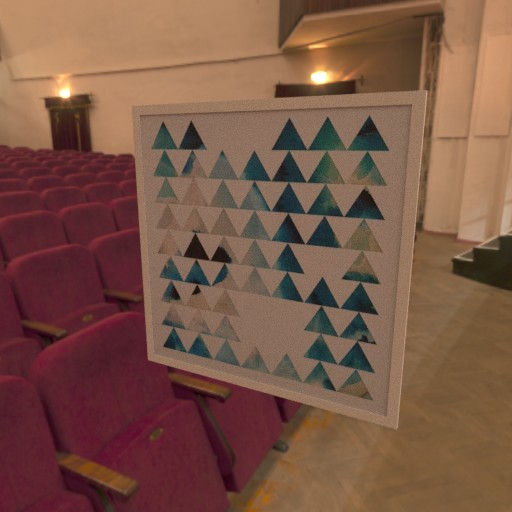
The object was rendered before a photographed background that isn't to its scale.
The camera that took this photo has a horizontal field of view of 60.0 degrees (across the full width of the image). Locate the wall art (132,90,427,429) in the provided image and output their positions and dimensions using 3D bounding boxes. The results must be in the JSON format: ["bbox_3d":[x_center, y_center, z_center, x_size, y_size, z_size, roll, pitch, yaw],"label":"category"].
[{"bbox_3d":[0.000,0.000,1.210,0.809,0.809,0.012,7,16,27],"label":"wall art"}]
